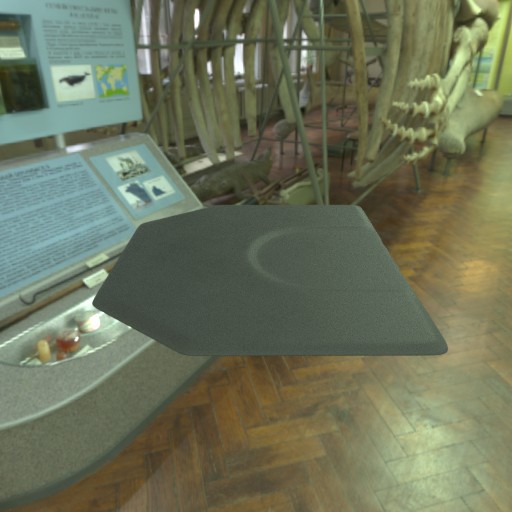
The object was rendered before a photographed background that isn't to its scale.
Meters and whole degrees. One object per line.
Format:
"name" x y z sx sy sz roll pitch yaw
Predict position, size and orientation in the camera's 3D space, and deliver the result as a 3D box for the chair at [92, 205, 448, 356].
"chair" 0.000 0.000 1.976 1.219 0.024 1.372 0 26 0
